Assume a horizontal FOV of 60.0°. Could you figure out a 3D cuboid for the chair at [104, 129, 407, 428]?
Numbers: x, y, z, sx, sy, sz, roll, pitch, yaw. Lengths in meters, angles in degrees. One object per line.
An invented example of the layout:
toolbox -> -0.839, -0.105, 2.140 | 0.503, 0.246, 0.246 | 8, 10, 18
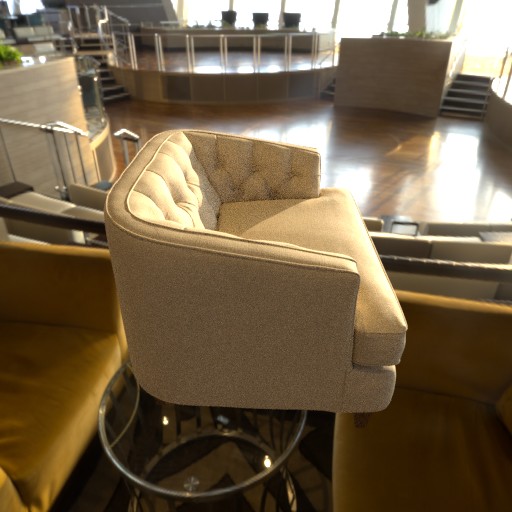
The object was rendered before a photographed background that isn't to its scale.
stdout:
chair -> 0.000, 0.000, 1.769 | 0.914, 0.787, 1.118 | 1, 31, 1
